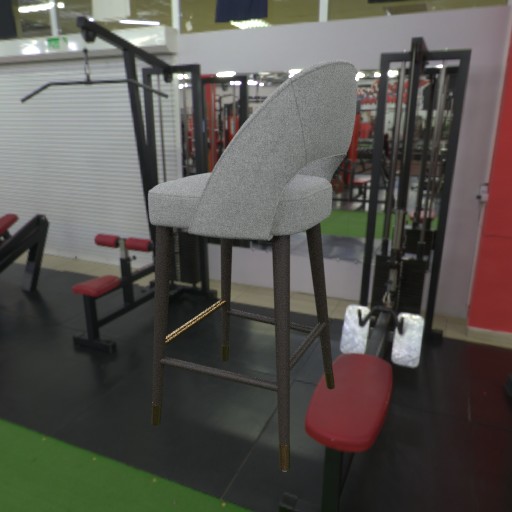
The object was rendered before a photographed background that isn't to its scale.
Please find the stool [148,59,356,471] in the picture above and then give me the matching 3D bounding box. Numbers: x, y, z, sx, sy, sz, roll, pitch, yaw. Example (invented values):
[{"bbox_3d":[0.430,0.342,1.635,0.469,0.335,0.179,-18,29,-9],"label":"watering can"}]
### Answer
[{"bbox_3d":[0.000,0.000,1.312,0.509,1.037,0.494,8,18,25],"label":"stool"}]
